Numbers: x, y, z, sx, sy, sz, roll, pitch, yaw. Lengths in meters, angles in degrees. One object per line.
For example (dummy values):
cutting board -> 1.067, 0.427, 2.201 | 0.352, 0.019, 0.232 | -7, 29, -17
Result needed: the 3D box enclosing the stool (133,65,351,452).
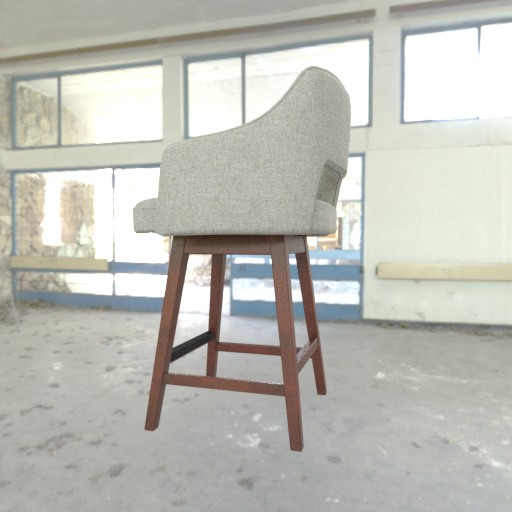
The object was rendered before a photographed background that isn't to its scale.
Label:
stool -> 0.000, 0.000, 1.338 | 0.558, 0.944, 0.599 | 1, 2, 17
